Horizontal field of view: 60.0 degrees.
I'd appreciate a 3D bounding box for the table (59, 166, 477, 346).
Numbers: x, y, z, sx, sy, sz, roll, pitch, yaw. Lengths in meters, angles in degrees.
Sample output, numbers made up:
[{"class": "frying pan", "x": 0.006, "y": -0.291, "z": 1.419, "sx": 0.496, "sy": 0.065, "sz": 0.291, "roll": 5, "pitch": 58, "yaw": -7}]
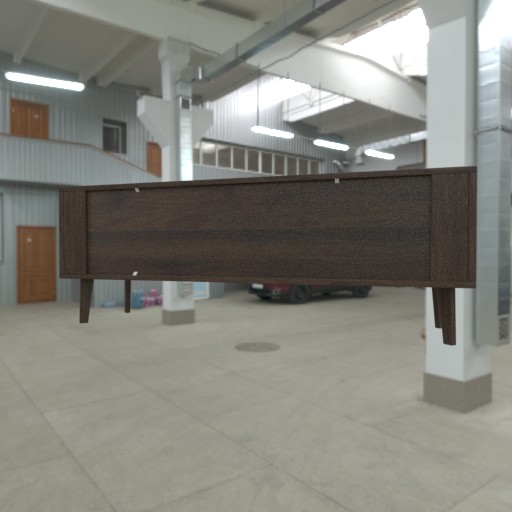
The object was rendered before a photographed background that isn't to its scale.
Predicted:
[{"class": "table", "x": 0.000, "y": 0.000, "z": 1.620, "sx": 1.397, "sy": 0.508, "sz": 0.405, "roll": 0, "pitch": 1, "yaw": 17}]
